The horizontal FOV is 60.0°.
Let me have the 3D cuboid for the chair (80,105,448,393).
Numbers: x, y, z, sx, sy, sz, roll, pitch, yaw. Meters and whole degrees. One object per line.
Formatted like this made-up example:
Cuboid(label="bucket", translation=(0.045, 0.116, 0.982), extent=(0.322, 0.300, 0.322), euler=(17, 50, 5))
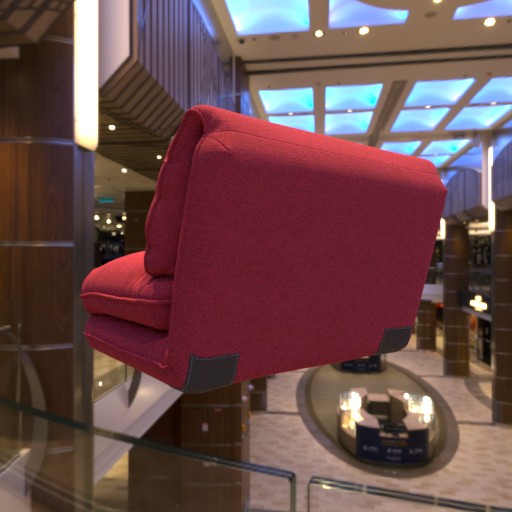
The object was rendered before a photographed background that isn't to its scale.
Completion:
Cuboid(label="chair", translation=(0.000, 0.000, 1.306), extent=(0.820, 0.580, 0.780), euler=(0, -1, -38))
